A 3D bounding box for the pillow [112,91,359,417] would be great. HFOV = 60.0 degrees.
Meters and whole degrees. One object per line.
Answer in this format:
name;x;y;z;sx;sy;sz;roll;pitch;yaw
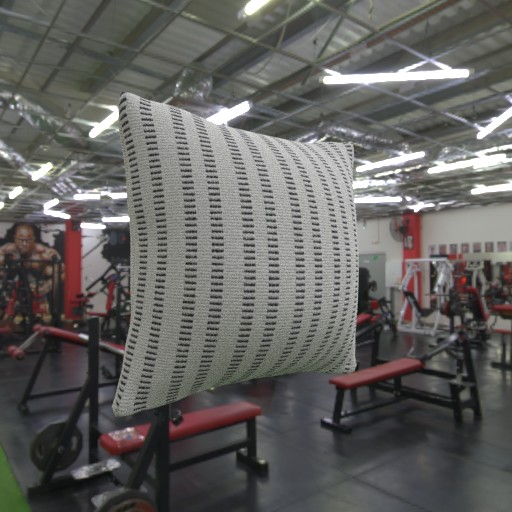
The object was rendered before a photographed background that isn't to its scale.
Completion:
pillow;0.000;0.000;0.689;0.438;0.419;0.247;1;-2;-35
